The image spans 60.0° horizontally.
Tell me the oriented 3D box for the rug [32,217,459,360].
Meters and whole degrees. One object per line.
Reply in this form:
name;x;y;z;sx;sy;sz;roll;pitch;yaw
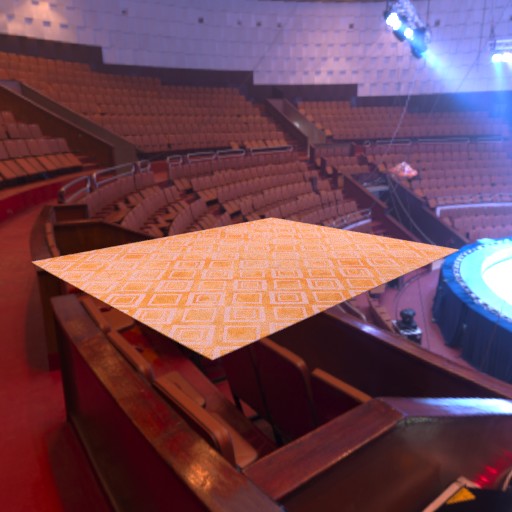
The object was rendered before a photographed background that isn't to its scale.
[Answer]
rug;0.000;0.000;4.003;3.037;0.011;2.433;-15;21;-43
